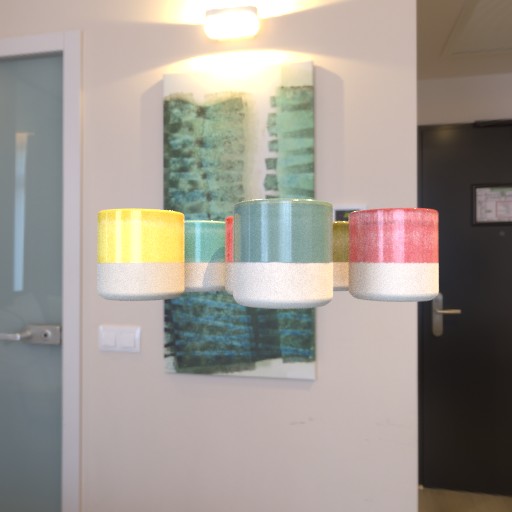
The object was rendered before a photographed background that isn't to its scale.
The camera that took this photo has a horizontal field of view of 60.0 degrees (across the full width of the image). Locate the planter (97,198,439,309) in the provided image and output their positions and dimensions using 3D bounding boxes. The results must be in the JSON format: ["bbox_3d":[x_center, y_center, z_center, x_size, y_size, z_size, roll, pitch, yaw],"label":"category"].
[{"bbox_3d":[0.000,0.000,0.425,0.286,0.075,0.257,0,-1,-19],"label":"planter"}]
